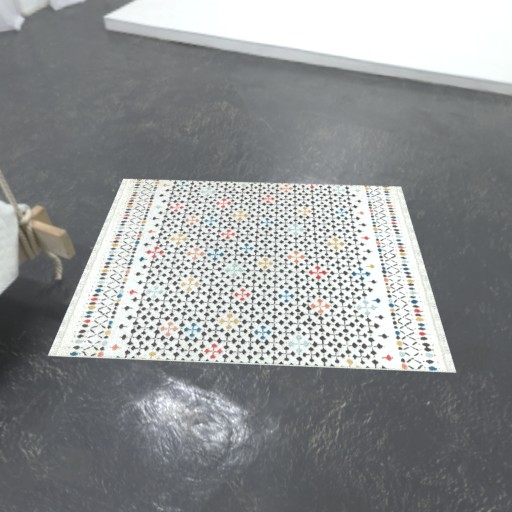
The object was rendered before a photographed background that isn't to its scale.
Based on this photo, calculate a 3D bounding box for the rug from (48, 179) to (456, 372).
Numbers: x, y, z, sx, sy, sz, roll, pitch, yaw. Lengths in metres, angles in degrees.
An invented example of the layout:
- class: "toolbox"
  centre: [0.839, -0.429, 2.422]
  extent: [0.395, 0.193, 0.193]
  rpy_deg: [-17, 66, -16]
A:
- class: "rug"
  centre: [0.000, 0.000, 4.283]
  extent: [3.196, 0.007, 2.354]
  rpy_deg: [2, 46, 2]
